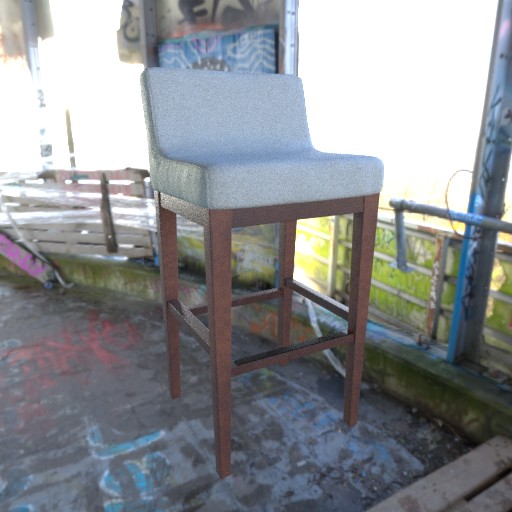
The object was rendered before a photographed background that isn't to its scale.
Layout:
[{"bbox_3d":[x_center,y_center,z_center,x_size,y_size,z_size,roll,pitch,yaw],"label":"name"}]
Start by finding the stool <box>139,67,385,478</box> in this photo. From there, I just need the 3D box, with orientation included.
[{"bbox_3d":[0.000,0.000,1.297,0.511,1.037,0.500,-9,19,-27],"label":"stool"}]
